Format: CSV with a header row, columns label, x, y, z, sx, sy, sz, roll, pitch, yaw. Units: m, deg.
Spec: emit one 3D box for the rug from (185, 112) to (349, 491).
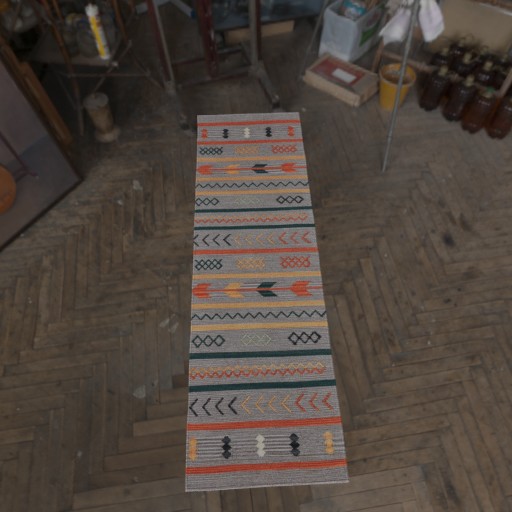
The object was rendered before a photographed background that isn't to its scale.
label,x,y,z,sx,sy,sz,roll,pitch,yaw
rug,0.000,0.000,2.606,0.744,0.022,2.419,-2,59,-1
